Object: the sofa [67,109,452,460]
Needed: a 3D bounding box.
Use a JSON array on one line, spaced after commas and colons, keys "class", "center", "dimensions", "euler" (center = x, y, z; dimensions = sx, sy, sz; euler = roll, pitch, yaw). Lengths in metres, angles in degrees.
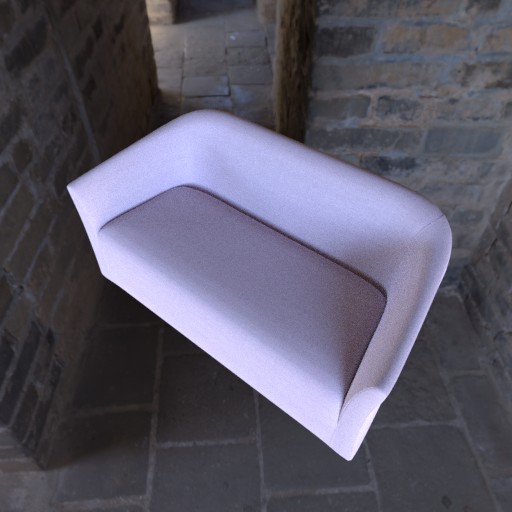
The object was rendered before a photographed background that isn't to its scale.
[{"class": "sofa", "center": [0.000, 0.000, 1.832], "dimensions": [1.452, 0.721, 0.705], "euler": [30, 53, 26]}]
